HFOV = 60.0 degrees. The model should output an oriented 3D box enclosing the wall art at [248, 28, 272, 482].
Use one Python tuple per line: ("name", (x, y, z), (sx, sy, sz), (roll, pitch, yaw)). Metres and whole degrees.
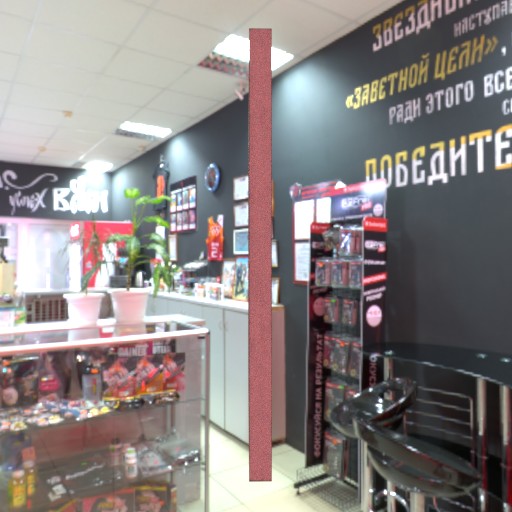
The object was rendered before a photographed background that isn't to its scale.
("wall art", (0.000, 0.000, 1.126), (0.038, 0.762, 0.762), (0, -1, -1))
